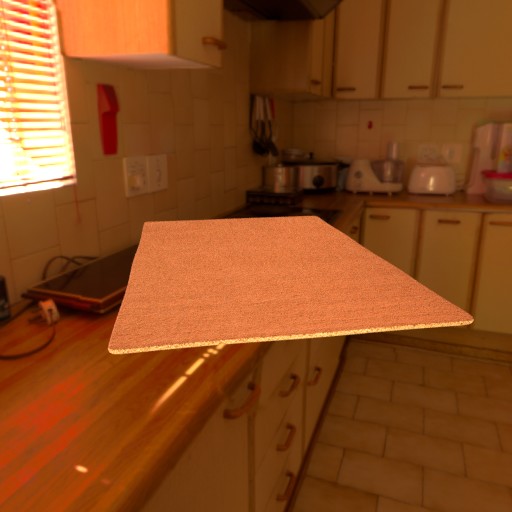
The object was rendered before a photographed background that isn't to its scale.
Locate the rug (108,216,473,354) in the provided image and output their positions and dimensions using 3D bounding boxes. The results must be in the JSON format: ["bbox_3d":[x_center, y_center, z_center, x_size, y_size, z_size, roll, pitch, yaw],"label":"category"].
[{"bbox_3d":[0.000,0.000,3.356,1.801,0.024,2.700,-3,17,-10],"label":"rug"}]
